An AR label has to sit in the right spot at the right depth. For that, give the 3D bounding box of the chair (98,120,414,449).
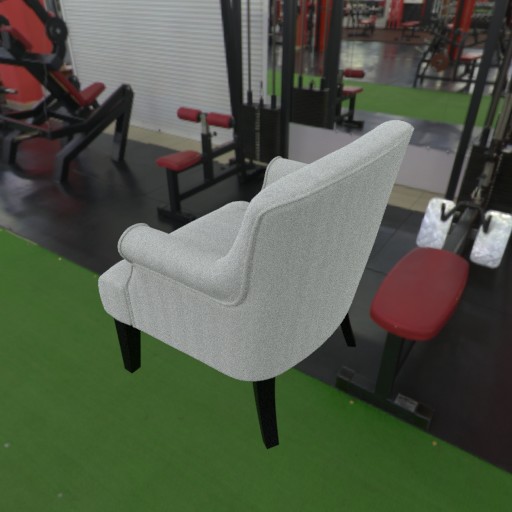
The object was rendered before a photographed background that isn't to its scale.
[{"bbox_3d":[0.000,0.000,1.434,0.750,0.875,0.781,21,38,31],"label":"chair"}]
